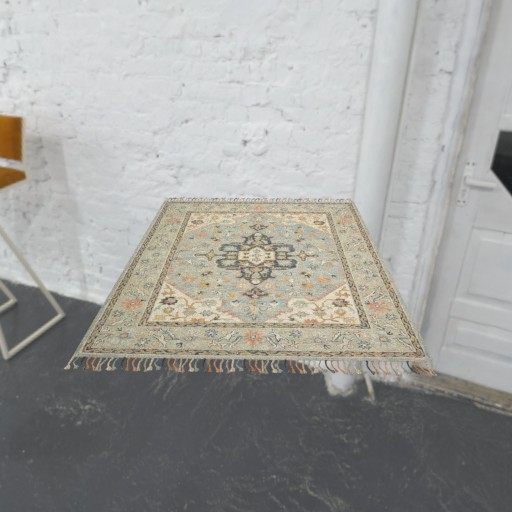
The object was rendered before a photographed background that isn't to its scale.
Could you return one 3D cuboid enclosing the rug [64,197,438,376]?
[{"bbox_3d":[0.000,0.000,4.214,2.379,0.011,3.221,1,27,1],"label":"rug"}]
